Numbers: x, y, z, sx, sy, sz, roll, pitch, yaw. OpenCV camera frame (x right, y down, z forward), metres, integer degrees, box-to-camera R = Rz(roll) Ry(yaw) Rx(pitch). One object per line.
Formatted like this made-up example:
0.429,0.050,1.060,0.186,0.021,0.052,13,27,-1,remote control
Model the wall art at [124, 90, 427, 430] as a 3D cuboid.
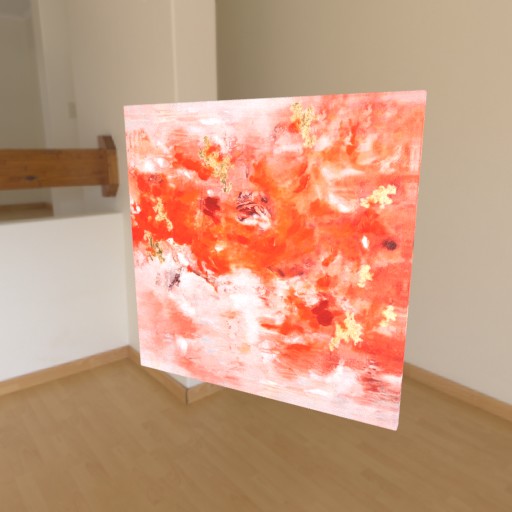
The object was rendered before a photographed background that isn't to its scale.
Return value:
0.000,0.000,1.315,0.878,0.878,0.066,6,15,25,wall art
